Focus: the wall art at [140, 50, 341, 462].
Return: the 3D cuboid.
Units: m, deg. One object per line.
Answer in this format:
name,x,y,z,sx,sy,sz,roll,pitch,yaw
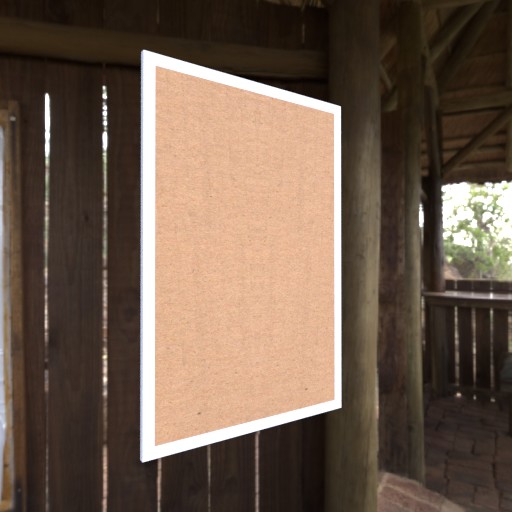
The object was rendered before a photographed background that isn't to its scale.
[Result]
wall art,0.000,0.000,1.235,0.660,0.965,0.015,0,-1,-36
